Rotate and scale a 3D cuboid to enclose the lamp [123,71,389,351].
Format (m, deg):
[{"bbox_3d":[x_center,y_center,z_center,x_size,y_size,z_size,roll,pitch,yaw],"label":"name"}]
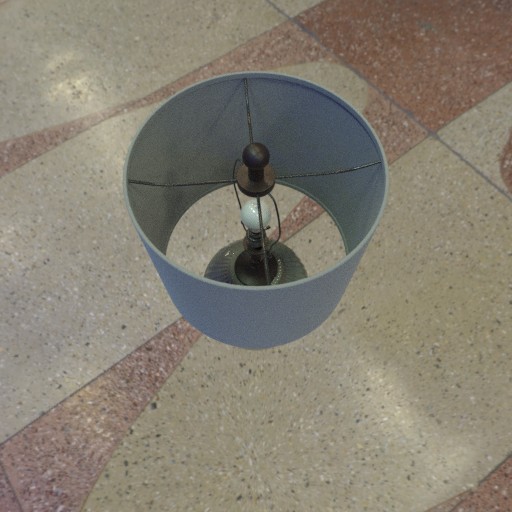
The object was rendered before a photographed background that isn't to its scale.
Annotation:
[{"bbox_3d":[0.000,0.000,0.756,0.318,0.567,0.318,0,64,0],"label":"lamp"}]
